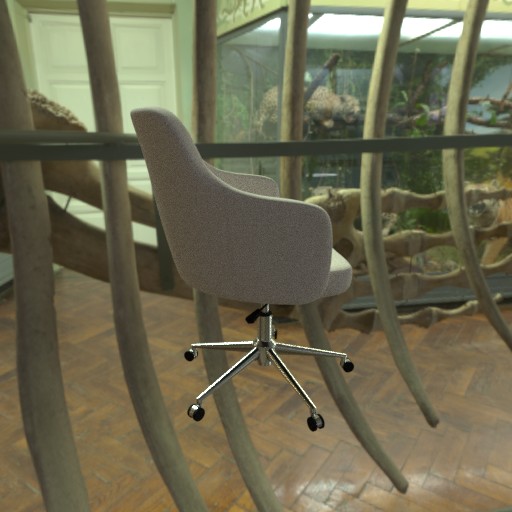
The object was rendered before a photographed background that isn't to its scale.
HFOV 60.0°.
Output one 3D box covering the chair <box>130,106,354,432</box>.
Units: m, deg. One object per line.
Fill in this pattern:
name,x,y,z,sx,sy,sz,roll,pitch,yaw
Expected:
chair,0.000,0.000,1.297,0.647,0.819,0.602,-3,17,-9
